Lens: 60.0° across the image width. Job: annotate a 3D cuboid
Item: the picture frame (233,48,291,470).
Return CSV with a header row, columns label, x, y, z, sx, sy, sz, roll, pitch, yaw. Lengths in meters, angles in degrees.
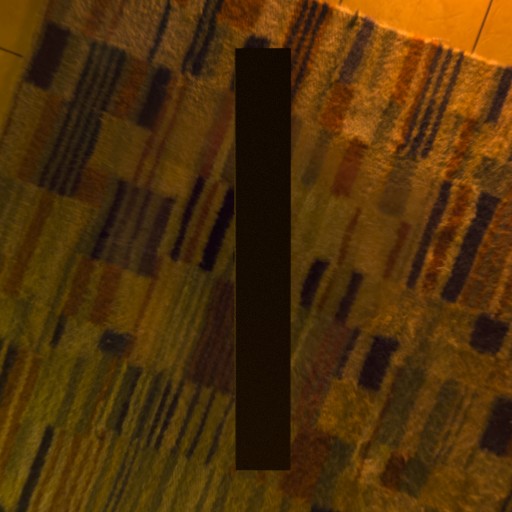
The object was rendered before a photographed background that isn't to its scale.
label,x,y,z,sx,sy,sz,roll,pitch,yaw
picture frame,0.000,0.000,0.385,0.042,0.284,0.232,0,91,1
